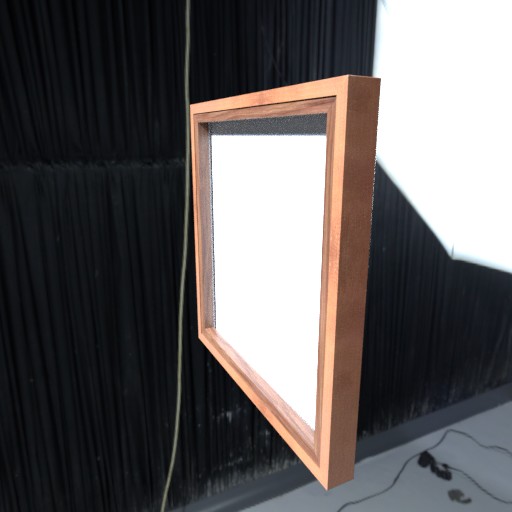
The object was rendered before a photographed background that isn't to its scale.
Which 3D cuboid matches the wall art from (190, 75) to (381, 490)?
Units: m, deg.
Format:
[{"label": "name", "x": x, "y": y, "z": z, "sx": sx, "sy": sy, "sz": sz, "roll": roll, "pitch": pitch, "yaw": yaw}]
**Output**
[{"label": "wall art", "x": 0.000, "y": 0.000, "z": 0.589, "sx": 0.035, "sy": 0.403, "sz": 0.403, "roll": -7, "pitch": 17, "yaw": -25}]
